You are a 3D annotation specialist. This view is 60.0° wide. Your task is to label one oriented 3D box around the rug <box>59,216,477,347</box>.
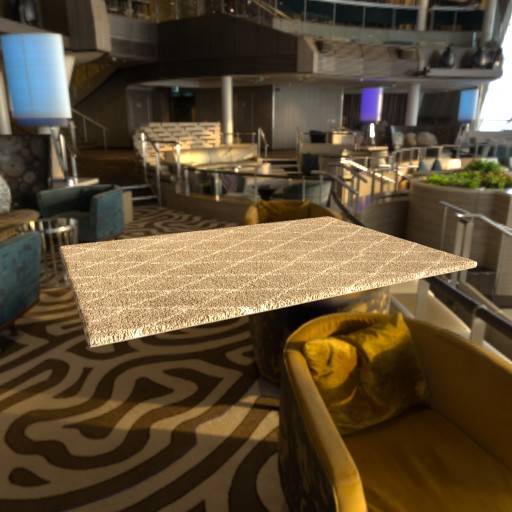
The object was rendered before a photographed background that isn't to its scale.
[{"bbox_3d":[0.000,0.000,2.263,1.778,0.030,1.219,-8,19,-26],"label":"rug"}]
